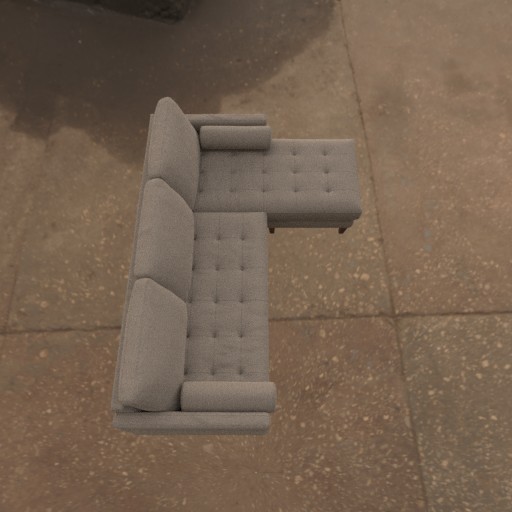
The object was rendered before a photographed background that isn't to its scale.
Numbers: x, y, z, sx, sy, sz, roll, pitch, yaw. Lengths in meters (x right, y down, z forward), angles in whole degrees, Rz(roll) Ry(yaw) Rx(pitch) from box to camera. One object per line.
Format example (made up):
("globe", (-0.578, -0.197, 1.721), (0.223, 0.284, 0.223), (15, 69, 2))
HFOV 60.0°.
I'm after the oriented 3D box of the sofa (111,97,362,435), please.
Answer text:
("sofa", (0.000, 0.000, 2.937), (1.506, 0.875, 2.178), (0, 64, 0))
